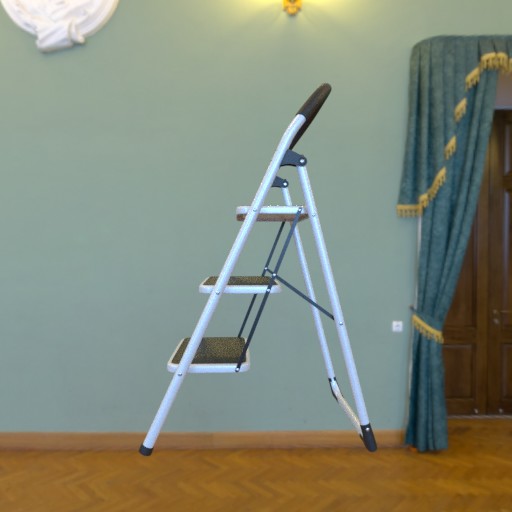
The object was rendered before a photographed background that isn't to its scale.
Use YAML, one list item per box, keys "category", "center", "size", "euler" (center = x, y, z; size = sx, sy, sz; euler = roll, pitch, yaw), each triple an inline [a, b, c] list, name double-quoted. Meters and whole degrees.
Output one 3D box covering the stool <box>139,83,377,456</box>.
- category: "stool"
  center: [0.000, 0.000, 1.472]
  size: [0.676, 1.109, 0.485]
  euler: [0, 1, -2]
